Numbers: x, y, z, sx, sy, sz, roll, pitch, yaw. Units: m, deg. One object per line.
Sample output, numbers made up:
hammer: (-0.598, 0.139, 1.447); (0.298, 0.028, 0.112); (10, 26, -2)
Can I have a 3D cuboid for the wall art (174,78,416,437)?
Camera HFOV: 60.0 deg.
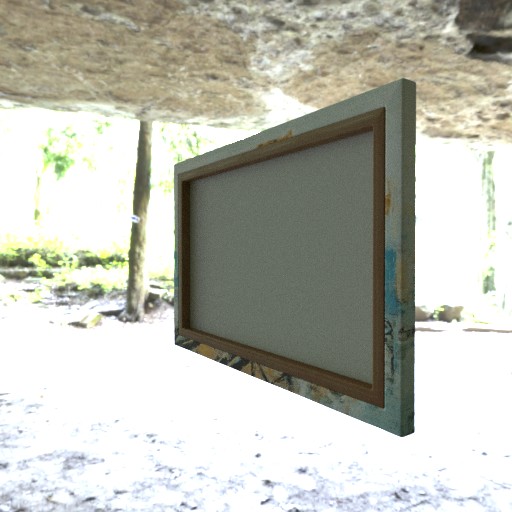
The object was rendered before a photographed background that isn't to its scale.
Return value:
wall art: (0.000, 0.000, 1.130); (0.038, 0.609, 0.913); (0, 1, -35)
